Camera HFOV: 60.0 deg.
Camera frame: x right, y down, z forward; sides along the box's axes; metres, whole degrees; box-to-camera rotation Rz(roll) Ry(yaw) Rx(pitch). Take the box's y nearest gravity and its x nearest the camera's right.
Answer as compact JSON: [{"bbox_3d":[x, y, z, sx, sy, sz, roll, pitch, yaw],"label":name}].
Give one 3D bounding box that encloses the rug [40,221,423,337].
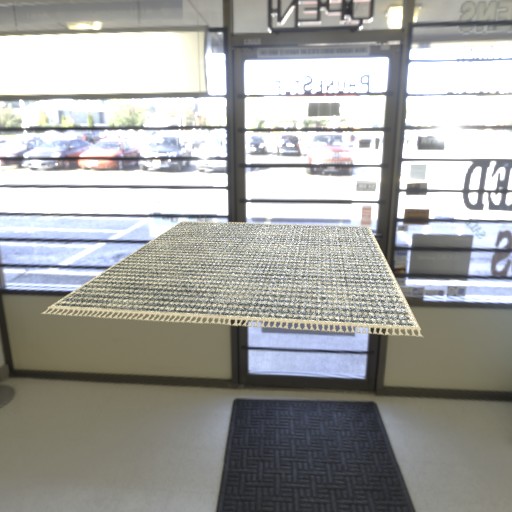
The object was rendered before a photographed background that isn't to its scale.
[{"bbox_3d":[0.000,0.000,3.934,2.256,0.013,2.910,2,16,8],"label":"rug"}]
